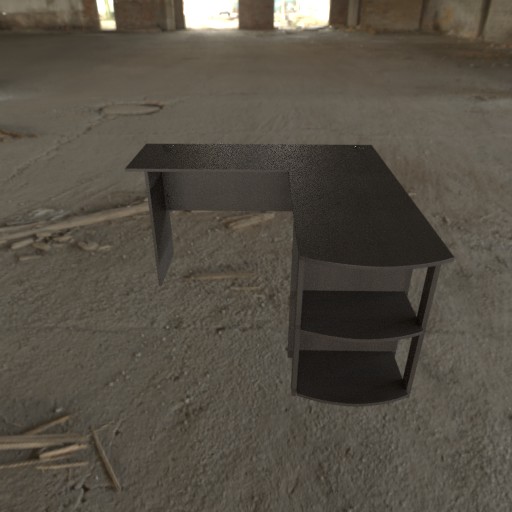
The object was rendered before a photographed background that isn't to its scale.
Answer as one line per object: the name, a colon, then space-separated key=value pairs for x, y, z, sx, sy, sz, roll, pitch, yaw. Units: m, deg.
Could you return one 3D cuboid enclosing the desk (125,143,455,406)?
desk: x=0.000 y=0.000 z=2.147 sx=1.303 sy=0.716 sz=1.361 roll=1 pitch=30 yaw=1
